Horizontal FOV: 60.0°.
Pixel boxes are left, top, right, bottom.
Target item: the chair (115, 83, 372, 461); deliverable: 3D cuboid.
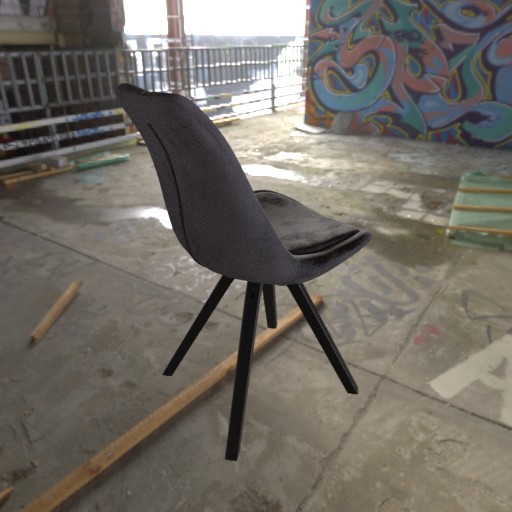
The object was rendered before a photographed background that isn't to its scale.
[{"bbox_3d":[0.000,0.000,1.151,0.550,0.850,0.476,-17,31,-31],"label":"chair"}]
